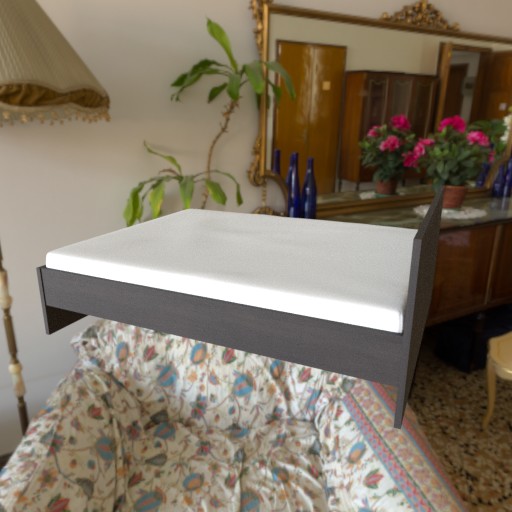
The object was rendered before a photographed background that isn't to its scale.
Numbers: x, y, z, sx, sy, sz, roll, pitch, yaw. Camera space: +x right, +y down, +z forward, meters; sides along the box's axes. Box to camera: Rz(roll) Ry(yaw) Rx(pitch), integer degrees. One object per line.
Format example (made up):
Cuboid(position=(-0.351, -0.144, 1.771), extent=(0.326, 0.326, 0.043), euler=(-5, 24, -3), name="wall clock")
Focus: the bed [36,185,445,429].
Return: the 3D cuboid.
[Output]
Cuboid(position=(0.000, 0.000, 2.839), extent=(2.073, 0.823, 1.585), euler=(8, 18, 24), name="bed")
